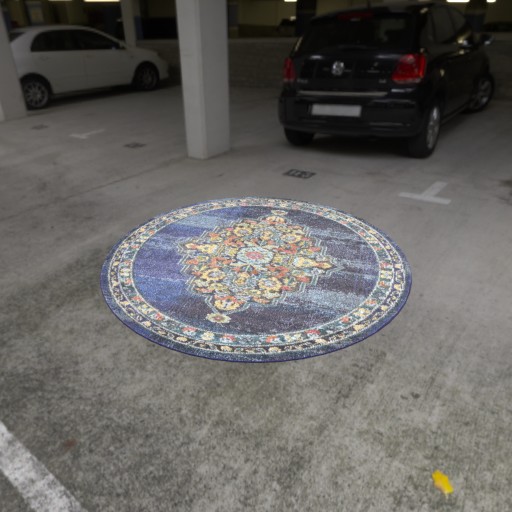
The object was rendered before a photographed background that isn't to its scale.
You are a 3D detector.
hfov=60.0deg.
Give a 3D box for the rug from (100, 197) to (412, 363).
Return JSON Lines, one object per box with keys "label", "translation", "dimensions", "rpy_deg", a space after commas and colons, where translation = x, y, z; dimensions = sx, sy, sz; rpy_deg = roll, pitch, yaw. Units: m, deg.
{"label": "rug", "translation": [0.000, 0.000, 2.363], "dimensions": [1.591, 0.010, 1.591], "rpy_deg": [0, 30, 0]}
